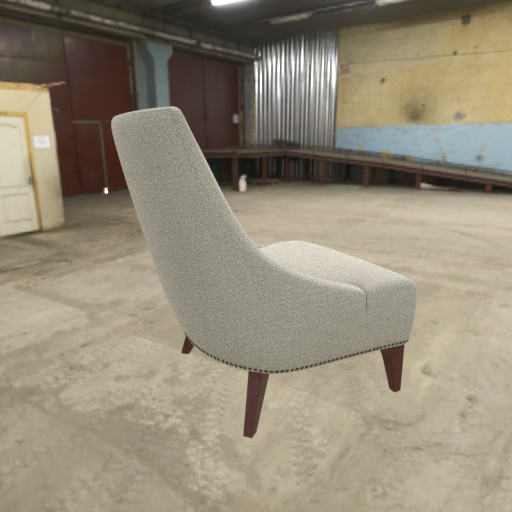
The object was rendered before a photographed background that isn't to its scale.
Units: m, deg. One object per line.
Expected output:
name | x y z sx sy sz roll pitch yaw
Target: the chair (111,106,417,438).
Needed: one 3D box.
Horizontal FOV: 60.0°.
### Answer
chair | 0.000 0.000 1.504 0.861 0.909 0.701 -7 16 -26
